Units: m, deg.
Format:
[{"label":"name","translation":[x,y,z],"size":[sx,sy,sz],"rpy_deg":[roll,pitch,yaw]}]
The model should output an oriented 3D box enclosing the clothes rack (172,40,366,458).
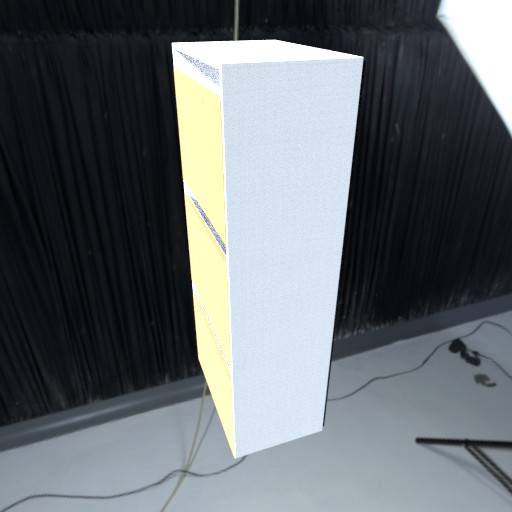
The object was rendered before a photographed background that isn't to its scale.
[{"label":"clothes rack","translation":[0.000,0.000,1.398],"size":[0.330,1.187,0.500],"rpy_deg":[-10,32,-17]}]
